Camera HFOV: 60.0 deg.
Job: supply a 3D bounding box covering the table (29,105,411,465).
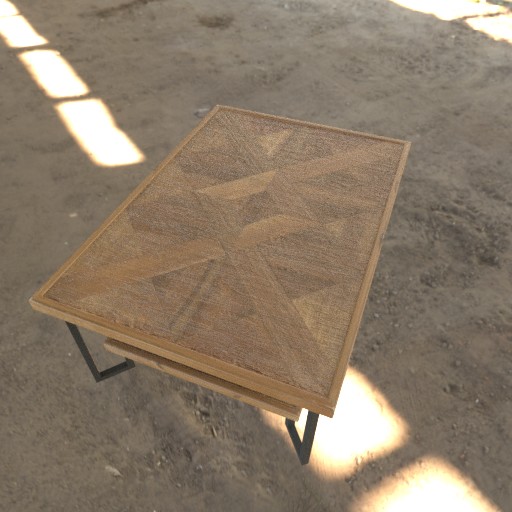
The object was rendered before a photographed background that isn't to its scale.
[{"bbox_3d":[0.000,0.000,1.697,0.877,0.492,1.238,16,48,15],"label":"table"}]
